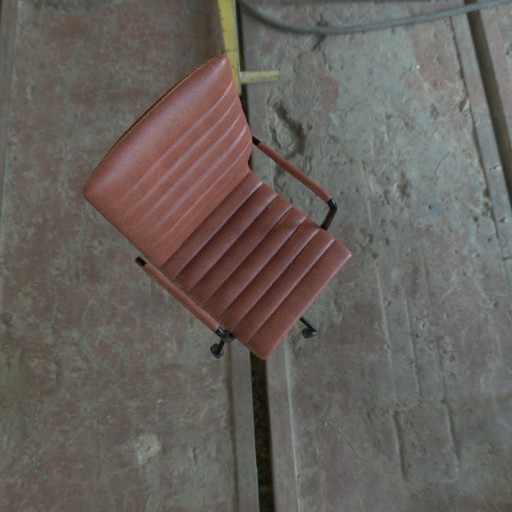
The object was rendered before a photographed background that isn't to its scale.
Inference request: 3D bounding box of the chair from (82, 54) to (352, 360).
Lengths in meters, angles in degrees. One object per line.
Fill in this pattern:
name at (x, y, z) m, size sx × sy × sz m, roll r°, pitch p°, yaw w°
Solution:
chair at (0.000, 0.000, 1.253) m, size 0.578 × 0.878 × 0.600 m, roll 40°, pitch 79°, yaw 9°
